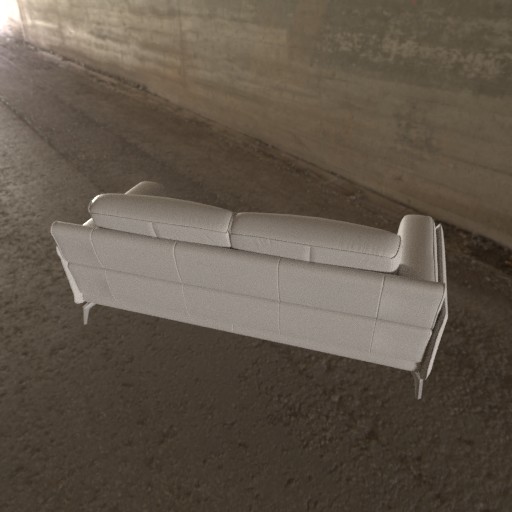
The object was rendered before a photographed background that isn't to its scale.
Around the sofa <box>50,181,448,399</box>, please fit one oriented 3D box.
[{"bbox_3d":[0.000,0.000,2.636,2.101,0.930,1.049,9,33,15],"label":"sofa"}]
